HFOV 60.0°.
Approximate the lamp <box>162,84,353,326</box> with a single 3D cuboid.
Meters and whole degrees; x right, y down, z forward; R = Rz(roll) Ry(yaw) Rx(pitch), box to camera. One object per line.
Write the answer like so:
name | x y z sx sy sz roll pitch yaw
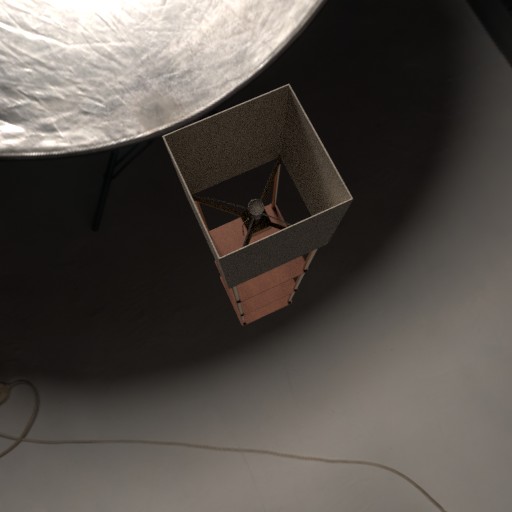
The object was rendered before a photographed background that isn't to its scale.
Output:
lamp | 0.000 0.000 1.713 0.310 1.569 0.308 -24 77 -6
